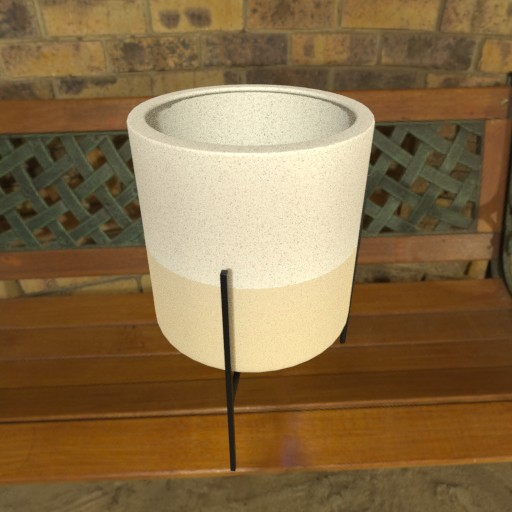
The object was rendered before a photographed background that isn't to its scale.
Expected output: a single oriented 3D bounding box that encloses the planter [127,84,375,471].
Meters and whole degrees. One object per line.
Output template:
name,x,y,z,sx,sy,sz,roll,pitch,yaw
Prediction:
planter,0.000,0.000,0.544,0.267,0.362,0.263,-20,38,-28
